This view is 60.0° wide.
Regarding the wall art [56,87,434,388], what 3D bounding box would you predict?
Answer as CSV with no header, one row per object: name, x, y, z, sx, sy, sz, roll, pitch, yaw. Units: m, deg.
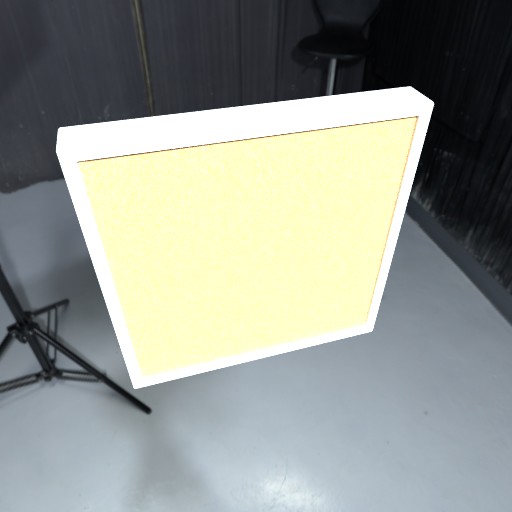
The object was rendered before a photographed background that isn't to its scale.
wall art,0.000,0.000,0.458,0.305,0.305,0.038,-11,43,-12
